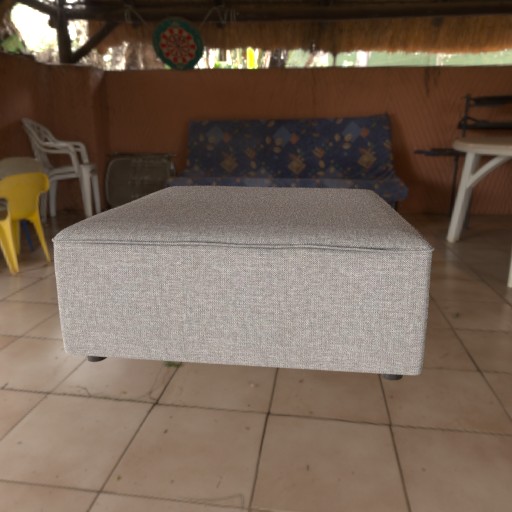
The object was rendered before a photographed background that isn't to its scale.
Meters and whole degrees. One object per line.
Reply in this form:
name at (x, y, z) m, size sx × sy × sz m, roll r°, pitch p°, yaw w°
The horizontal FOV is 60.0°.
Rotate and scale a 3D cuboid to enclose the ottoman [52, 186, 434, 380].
ottoman at (0.000, 0.000, 1.647) m, size 1.017 × 0.423 × 1.023 m, roll 2°, pitch 16°, yaw 7°
